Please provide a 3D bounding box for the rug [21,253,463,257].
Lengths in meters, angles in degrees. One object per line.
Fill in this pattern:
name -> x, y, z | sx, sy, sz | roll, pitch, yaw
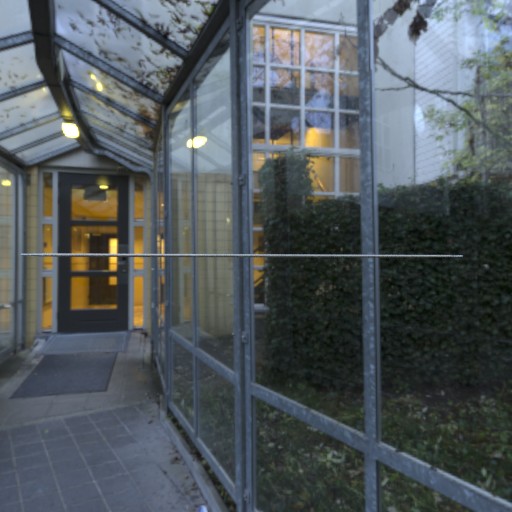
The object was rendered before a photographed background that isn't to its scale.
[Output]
rug -> 0.000, 0.000, 2.704 | 2.449, 0.011, 0.774 | 0, -1, -18
